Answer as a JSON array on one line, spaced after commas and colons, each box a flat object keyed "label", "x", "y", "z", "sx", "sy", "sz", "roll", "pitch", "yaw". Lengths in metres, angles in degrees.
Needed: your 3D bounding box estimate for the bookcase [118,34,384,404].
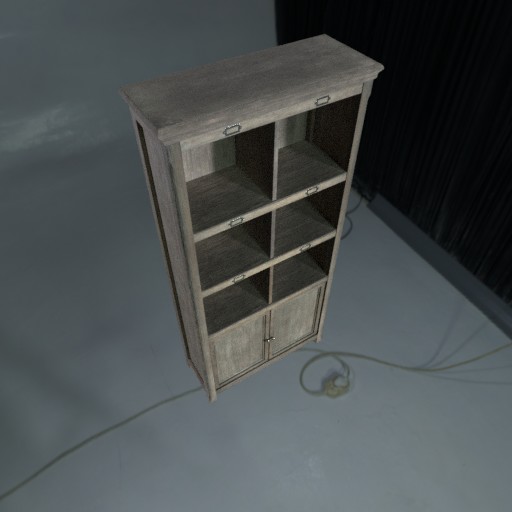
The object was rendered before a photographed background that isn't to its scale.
[{"label": "bookcase", "x": 0.000, "y": 0.000, "z": 2.262, "sx": 0.906, "sy": 1.880, "sz": 0.348, "roll": -24, "pitch": 51, "yaw": -21}]
